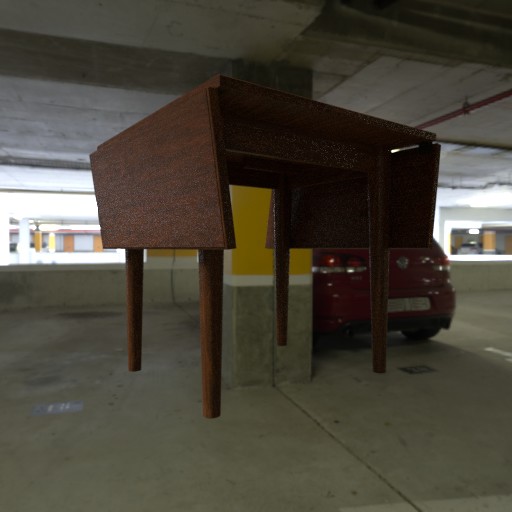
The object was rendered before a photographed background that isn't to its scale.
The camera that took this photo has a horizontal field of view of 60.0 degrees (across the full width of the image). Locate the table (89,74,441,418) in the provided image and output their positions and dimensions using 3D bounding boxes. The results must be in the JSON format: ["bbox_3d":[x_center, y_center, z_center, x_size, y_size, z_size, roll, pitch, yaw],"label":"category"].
[{"bbox_3d":[0.000,0.000,1.466,0.843,0.763,0.812,-1,1,-37],"label":"table"}]
